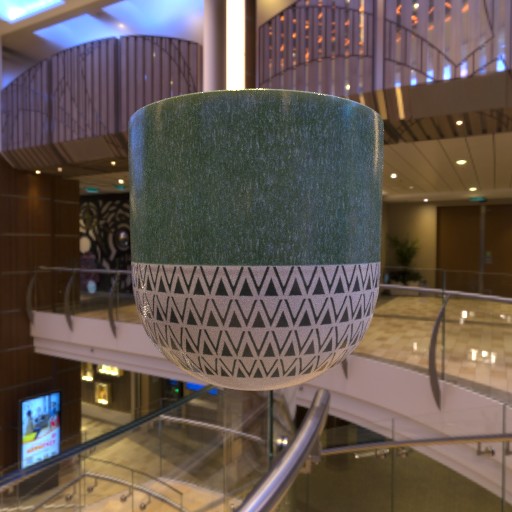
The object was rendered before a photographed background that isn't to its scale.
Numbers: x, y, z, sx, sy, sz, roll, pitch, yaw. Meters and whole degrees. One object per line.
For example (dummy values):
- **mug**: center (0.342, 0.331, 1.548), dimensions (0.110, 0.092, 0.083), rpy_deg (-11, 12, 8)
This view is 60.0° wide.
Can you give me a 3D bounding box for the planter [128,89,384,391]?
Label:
- **planter**: center (0.000, 0.000, 0.483), dimensions (0.266, 0.270, 0.266), rpy_deg (0, 1, 0)
